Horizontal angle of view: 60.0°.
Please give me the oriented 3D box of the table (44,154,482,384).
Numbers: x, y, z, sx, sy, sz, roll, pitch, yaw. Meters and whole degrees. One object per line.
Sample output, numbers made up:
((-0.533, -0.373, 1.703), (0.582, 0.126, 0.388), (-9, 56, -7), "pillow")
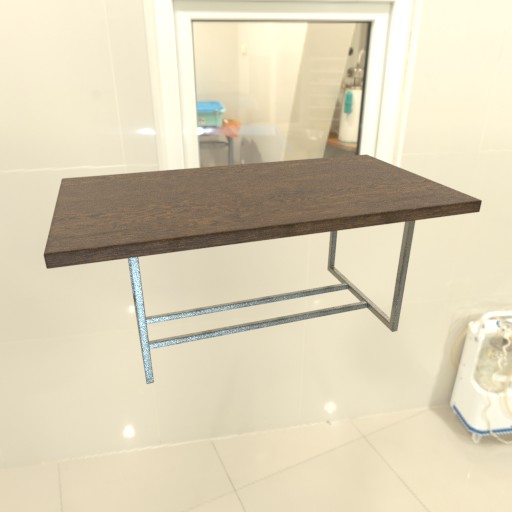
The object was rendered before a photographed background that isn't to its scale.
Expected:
((0.000, 0.000, 2.528), (1.989, 0.795, 1.078), (-8, 27, -16), "table")
